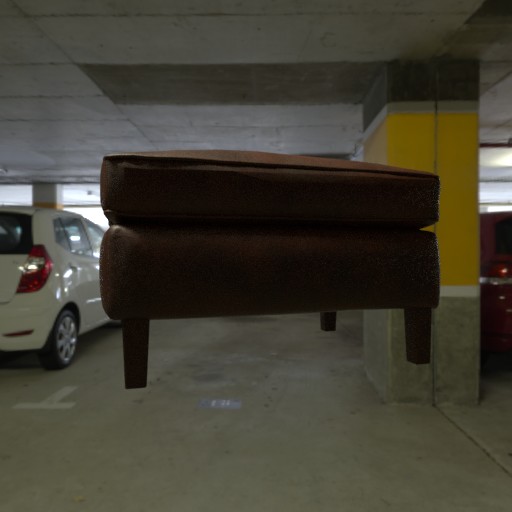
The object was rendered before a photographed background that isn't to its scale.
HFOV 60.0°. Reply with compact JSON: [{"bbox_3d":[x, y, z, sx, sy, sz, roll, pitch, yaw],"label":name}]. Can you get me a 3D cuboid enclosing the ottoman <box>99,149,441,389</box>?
[{"bbox_3d":[0.000,0.000,1.011,0.665,0.432,0.501,0,0,-17],"label":"ottoman"}]
